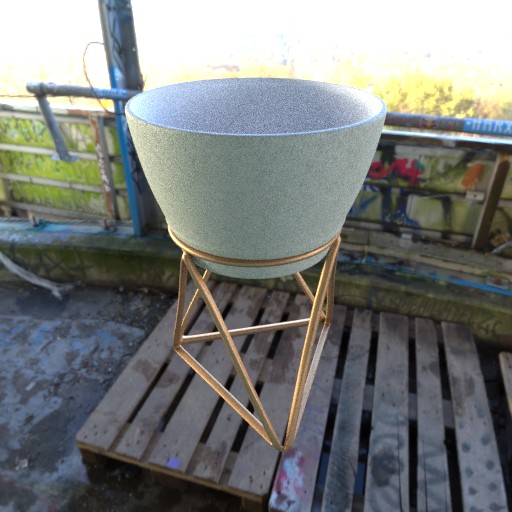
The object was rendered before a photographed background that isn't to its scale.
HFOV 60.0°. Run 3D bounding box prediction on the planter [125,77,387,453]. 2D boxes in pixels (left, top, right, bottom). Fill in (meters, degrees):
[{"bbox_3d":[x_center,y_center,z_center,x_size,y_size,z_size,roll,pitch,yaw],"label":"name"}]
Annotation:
[{"bbox_3d":[0.000,0.000,0.740,0.350,0.504,0.350,10,33,16],"label":"planter"}]
